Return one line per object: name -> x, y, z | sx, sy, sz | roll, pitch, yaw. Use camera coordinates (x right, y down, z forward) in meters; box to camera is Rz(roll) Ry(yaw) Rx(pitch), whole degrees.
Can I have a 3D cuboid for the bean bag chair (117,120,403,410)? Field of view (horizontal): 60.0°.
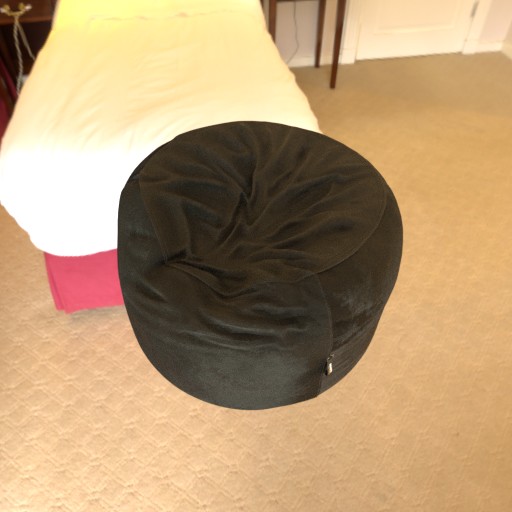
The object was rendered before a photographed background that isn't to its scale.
bean bag chair -> 0.000, 0.000, 1.508 | 0.918, 0.605, 0.918 | 0, 47, 0
